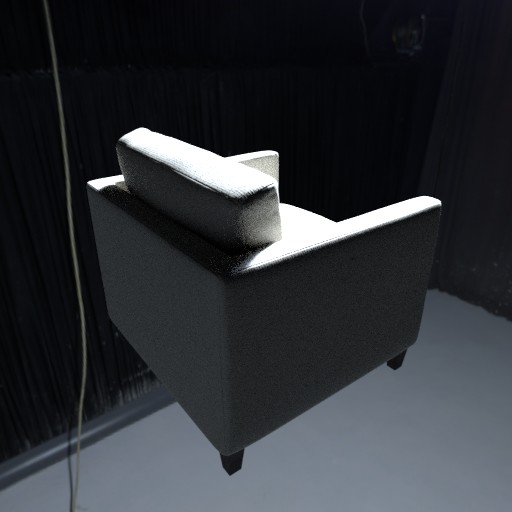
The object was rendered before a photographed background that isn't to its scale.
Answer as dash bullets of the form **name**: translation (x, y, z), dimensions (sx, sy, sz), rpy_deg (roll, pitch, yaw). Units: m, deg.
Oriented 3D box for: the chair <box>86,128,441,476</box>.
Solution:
- **chair**: translation (0.000, 0.000, 1.730), dimensions (0.959, 0.919, 0.996), rpy_deg (-18, 31, -33)
